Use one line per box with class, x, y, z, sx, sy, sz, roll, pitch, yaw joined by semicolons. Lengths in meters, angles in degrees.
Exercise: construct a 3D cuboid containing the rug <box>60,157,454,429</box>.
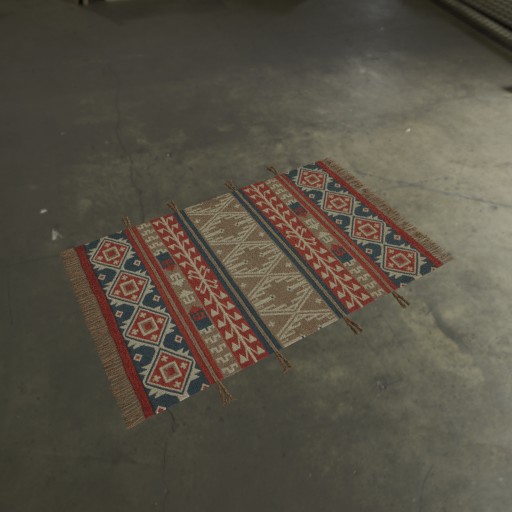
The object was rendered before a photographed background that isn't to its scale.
rug;0.000;0.000;3.179;2.450;0.048;1.778;-23;50;-20
